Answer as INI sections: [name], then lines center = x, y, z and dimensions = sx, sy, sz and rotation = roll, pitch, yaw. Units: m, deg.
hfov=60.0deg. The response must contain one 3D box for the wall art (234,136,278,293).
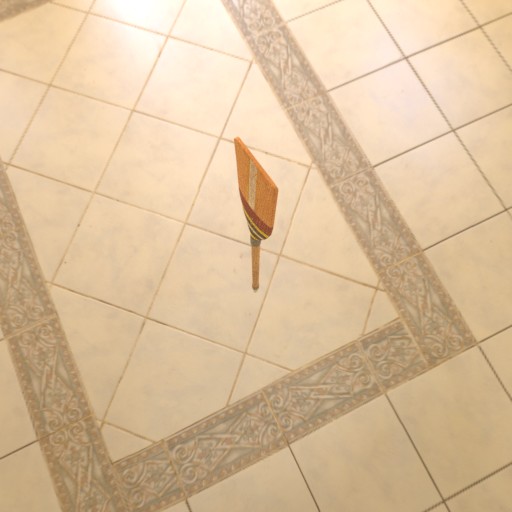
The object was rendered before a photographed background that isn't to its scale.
[wall art]
center = 0.000, 0.000, 1.653
dimensions = 0.038, 1.556, 0.146
rotation = -35, 78, -8
